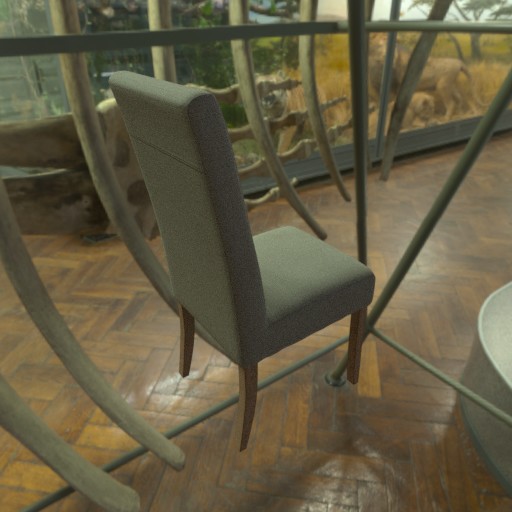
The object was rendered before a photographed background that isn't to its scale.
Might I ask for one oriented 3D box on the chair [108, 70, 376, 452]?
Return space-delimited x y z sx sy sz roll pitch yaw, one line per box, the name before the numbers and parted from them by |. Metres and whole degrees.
chair | 0.000 0.000 1.334 0.611 1.033 0.450 -19 34 -30
